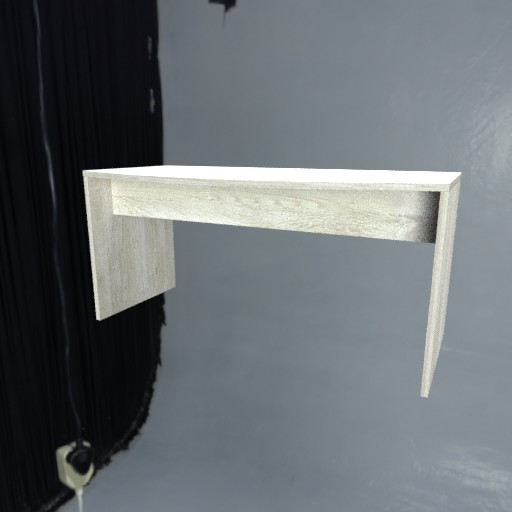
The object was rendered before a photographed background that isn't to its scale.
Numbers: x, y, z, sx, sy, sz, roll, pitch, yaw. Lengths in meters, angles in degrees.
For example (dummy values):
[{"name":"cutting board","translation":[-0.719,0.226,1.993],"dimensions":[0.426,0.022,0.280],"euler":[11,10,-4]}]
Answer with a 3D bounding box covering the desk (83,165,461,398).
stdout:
[{"name":"desk","translation":[0.000,0.000,2.030],"dimensions":[1.600,0.752,0.802],"euler":[7,16,26]}]
